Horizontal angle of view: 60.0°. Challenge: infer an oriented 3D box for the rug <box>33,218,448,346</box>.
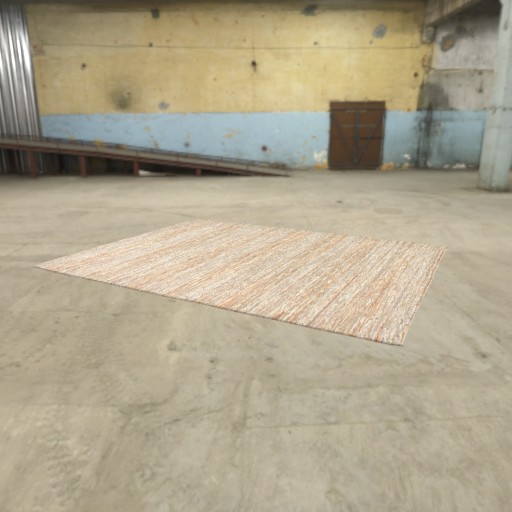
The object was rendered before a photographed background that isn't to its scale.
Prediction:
[{"bbox_3d":[0.000,0.000,3.903,2.939,0.009,2.313,8,18,27],"label":"rug"}]
